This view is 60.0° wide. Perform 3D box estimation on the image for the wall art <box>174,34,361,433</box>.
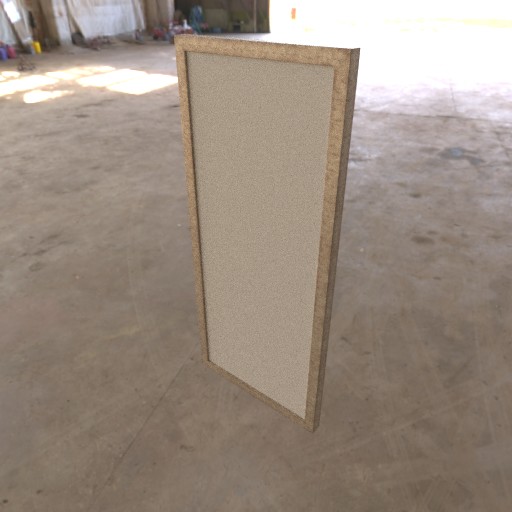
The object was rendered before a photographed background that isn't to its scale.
[{"bbox_3d":[0.000,0.000,1.663,0.648,1.461,0.051,22,37,33],"label":"wall art"}]
